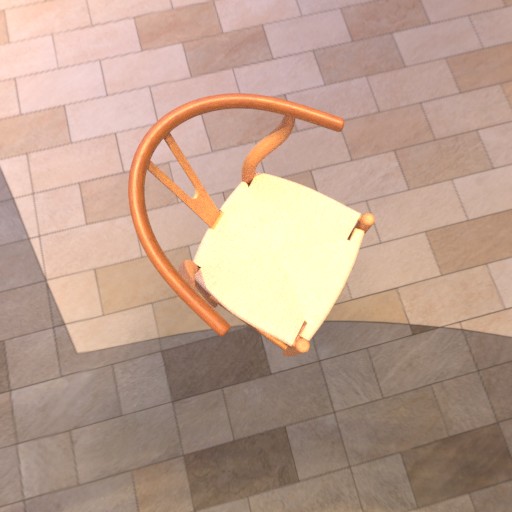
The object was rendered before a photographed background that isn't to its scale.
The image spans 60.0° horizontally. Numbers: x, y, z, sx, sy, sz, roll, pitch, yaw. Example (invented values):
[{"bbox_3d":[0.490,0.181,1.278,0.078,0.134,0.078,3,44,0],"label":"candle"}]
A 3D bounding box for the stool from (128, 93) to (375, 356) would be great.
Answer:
[{"bbox_3d":[0.000,0.000,1.440,0.561,1.068,0.574,28,78,7],"label":"stool"}]
